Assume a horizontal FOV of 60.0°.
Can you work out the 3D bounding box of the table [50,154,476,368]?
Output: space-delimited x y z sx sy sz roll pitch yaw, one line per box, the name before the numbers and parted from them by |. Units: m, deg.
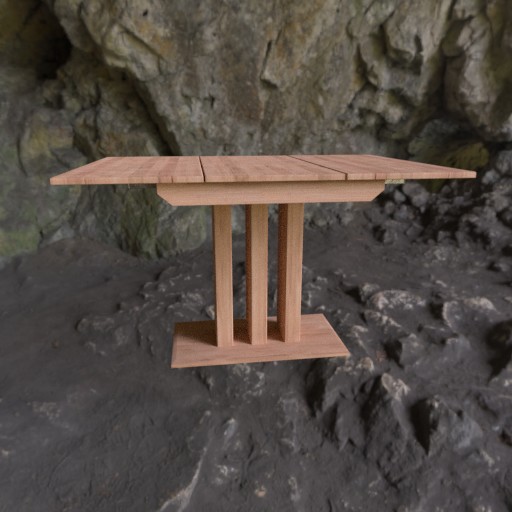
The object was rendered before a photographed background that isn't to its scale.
table | 0.000 0.000 1.867 1.300 0.770 0.900 -2 16 -8
